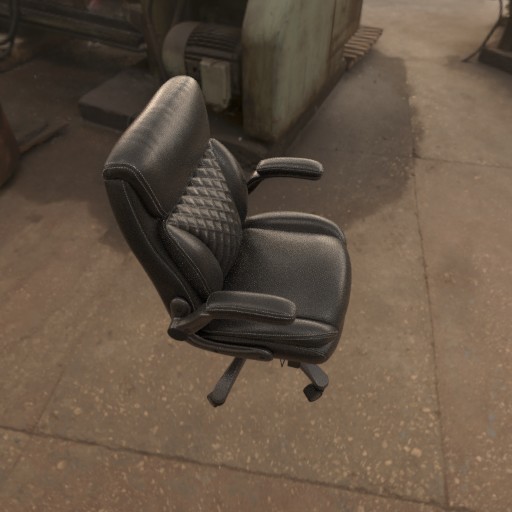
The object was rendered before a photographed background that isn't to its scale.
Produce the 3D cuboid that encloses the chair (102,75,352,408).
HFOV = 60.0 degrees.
[{"bbox_3d":[0.000,0.000,1.634,0.724,1.110,0.782,9,47,8],"label":"chair"}]
